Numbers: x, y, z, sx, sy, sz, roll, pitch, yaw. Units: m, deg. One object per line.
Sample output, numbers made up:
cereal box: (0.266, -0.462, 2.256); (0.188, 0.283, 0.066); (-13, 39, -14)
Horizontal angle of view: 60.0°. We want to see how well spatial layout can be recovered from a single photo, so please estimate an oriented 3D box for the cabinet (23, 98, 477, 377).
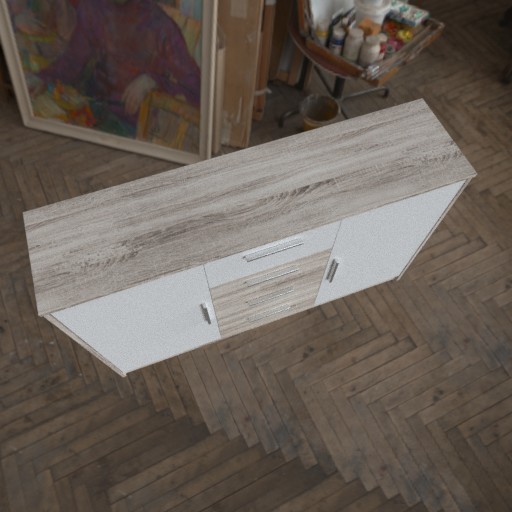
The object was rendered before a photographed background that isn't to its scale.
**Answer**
cabinet: (0.000, 0.000, 1.850); (1.450, 0.900, 0.380); (-18, 65, -9)
